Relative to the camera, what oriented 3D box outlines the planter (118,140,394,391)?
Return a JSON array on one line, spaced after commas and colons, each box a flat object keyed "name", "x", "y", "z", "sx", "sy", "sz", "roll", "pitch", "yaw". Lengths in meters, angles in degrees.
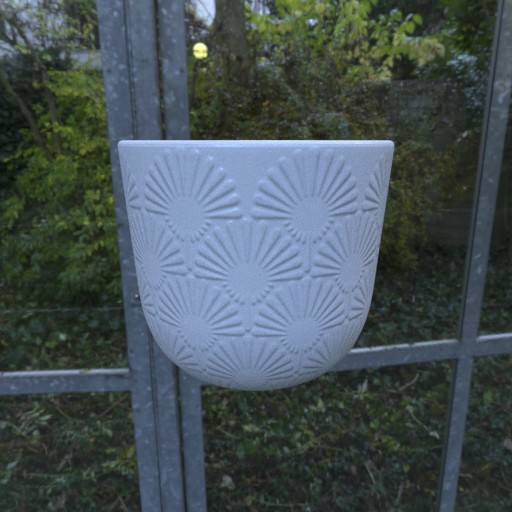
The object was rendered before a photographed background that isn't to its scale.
[{"name": "planter", "x": 0.000, "y": 0.000, "z": 0.302, "sx": 0.170, "sy": 0.152, "sz": 0.170, "roll": 0, "pitch": 15, "yaw": 0}]
